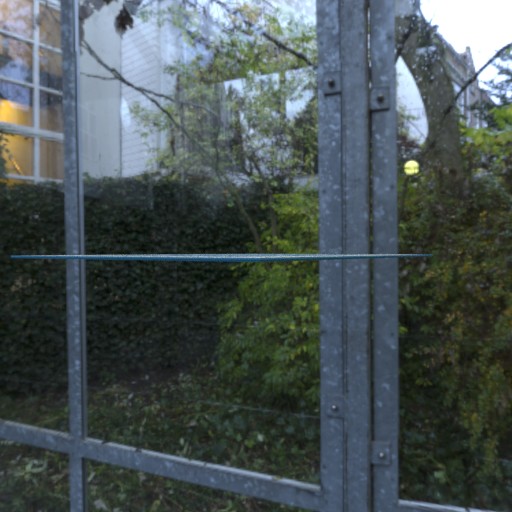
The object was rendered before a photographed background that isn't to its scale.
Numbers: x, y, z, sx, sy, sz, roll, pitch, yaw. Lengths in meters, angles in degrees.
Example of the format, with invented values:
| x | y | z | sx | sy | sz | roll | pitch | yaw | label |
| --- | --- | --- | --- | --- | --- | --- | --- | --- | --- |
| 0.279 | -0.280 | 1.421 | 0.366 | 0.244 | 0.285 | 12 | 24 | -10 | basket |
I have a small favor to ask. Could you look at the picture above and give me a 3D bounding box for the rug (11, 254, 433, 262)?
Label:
| x | y | z | sx | sy | sz | roll | pitch | yaw | label |
| --- | --- | --- | --- | --- | --- | --- | --- | --- | --- |
| 0.000 | 0.000 | 2.774 | 1.594 | 0.013 | 2.213 | 0 | 1 | 35 | rug |
